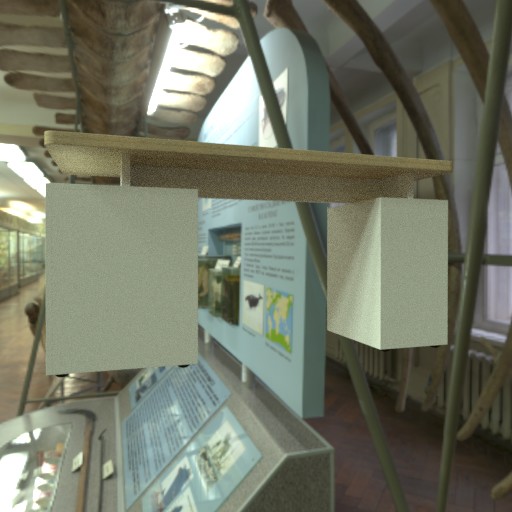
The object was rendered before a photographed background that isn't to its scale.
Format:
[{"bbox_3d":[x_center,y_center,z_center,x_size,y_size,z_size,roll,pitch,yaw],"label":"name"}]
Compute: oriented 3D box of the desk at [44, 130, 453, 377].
[{"bbox_3d":[0.000,0.000,1.805,1.500,0.755,0.550,0,1,-18],"label":"desk"}]
